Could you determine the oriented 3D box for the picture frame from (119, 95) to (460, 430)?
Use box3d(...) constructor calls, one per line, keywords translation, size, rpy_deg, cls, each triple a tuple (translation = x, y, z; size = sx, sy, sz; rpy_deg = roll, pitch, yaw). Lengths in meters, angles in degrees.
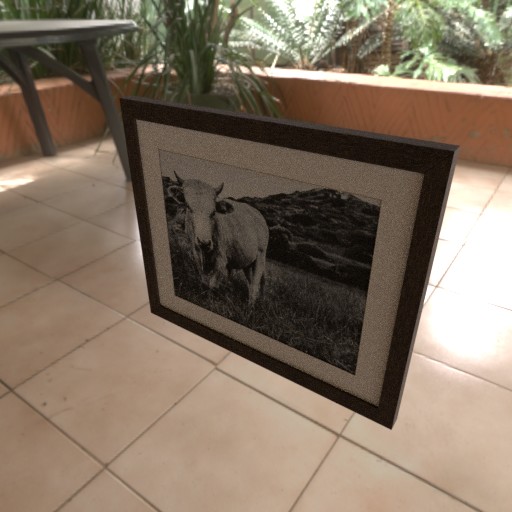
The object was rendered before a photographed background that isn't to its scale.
box3d(translation=(0.000, 0.000, 0.742), size=(0.546, 0.455, 0.026), rpy_deg=(19, 35, 29), cls="picture frame")
